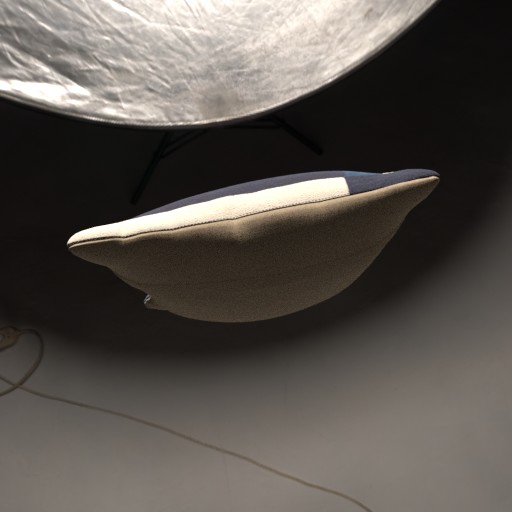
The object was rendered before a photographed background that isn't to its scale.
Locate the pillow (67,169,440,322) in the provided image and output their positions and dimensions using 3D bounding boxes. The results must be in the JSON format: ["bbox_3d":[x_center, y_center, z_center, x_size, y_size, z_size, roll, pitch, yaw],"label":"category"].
[{"bbox_3d":[0.000,0.000,0.825,0.536,0.506,0.229,-11,76,-3],"label":"pillow"}]
